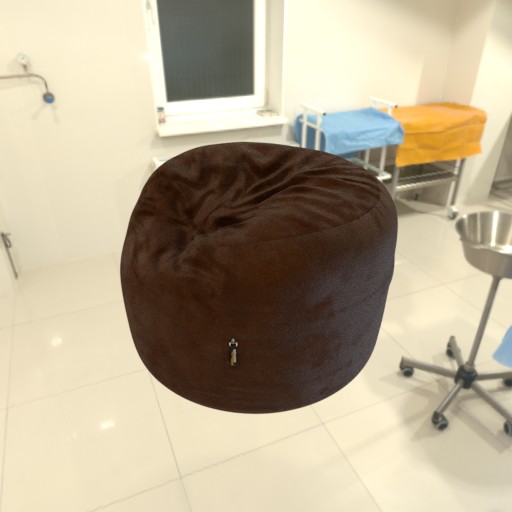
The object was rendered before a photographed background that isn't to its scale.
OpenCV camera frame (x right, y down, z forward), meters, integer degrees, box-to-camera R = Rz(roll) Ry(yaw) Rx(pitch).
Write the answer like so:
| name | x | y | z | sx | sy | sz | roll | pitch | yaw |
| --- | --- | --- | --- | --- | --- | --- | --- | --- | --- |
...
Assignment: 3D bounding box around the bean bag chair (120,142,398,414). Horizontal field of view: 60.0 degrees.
| name | x | y | z | sx | sy | sz | roll | pitch | yaw |
| --- | --- | --- | --- | --- | --- | --- | --- | --- | --- |
| bean bag chair | 0.000 | 0.000 | 1.534 | 0.918 | 0.616 | 0.918 | 0 | 31 | 0 |
